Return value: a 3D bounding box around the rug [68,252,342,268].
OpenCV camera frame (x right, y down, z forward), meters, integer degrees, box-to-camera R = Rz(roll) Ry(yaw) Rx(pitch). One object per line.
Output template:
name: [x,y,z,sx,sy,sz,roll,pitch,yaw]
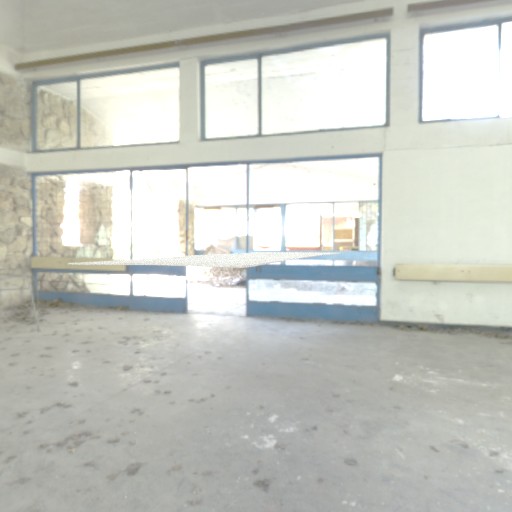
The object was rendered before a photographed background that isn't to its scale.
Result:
rug: [0.000,0.000,2.682,0.712,0.013,2.346,1,2,19]
